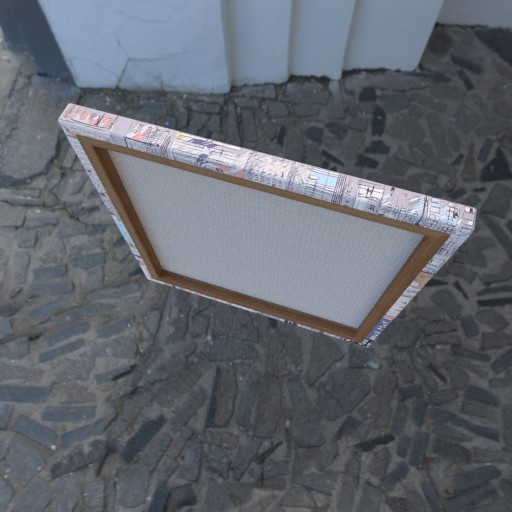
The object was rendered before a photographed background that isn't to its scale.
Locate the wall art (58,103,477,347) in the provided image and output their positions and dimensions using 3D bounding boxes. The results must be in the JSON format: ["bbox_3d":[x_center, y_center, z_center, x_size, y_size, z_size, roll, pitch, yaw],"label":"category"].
[{"bbox_3d":[0.000,0.000,1.120,0.761,0.762,0.048,16,65,8],"label":"wall art"}]
